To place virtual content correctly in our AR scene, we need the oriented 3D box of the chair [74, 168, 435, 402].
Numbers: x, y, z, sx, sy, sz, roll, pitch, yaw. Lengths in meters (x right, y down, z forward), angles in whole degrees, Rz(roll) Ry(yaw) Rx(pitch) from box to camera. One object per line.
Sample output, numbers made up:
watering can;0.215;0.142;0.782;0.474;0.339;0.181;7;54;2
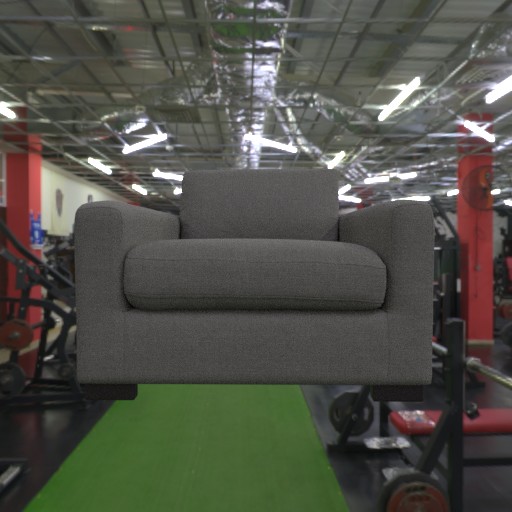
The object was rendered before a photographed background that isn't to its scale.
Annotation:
chair;0.000;0.000;1.822;1.070;0.847;1.100;0;1;1
